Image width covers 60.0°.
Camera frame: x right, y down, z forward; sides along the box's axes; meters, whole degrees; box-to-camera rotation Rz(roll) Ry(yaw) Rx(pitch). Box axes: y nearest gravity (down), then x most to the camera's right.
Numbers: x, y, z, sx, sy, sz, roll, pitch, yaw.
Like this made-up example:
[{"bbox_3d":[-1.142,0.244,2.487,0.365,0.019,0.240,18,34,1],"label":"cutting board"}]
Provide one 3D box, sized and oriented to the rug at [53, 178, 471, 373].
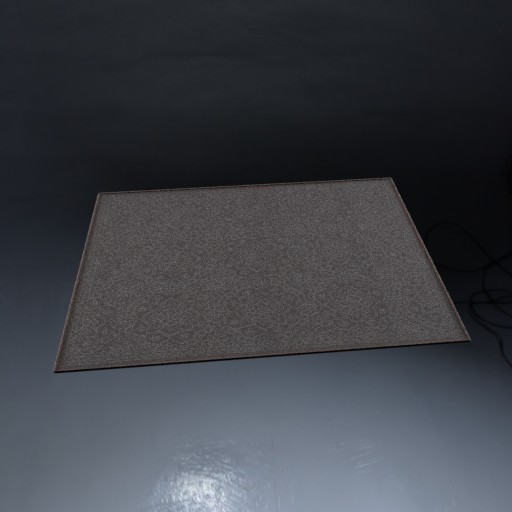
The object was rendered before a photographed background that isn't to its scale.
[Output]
[{"bbox_3d":[0.000,0.000,2.929,2.286,0.011,1.524,-4,46,-3],"label":"rug"}]
